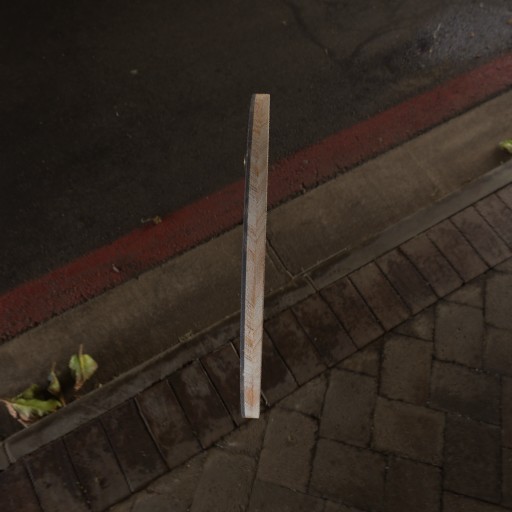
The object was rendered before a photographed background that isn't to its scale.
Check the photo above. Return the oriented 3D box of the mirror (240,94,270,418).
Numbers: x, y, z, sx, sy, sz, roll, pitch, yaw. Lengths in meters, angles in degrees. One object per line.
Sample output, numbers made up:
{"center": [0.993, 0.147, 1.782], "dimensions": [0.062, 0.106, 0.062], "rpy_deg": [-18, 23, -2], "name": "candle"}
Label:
{"center": [0.000, 0.000, 1.036], "dimensions": [0.038, 0.710, 0.710], "rpy_deg": [2, 64, 1], "name": "mirror"}
